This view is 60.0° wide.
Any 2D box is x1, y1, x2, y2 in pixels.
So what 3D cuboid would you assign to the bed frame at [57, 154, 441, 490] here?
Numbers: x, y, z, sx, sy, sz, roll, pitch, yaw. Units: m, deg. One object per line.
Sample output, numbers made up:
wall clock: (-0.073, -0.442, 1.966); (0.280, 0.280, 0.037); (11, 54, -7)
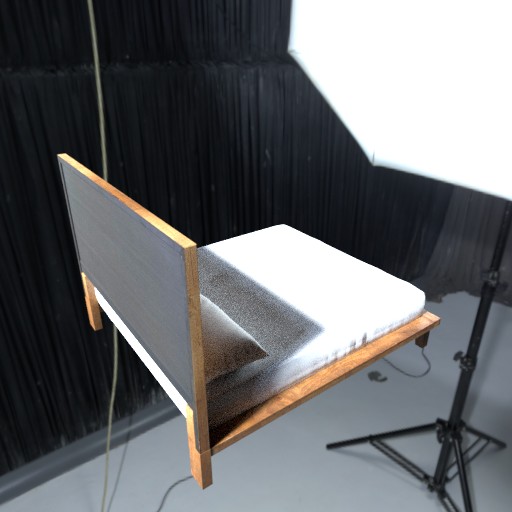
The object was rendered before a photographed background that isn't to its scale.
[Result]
bed frame: (0.000, 0.000, 3.533); (2.235, 1.537, 2.038); (-18, 31, -32)
